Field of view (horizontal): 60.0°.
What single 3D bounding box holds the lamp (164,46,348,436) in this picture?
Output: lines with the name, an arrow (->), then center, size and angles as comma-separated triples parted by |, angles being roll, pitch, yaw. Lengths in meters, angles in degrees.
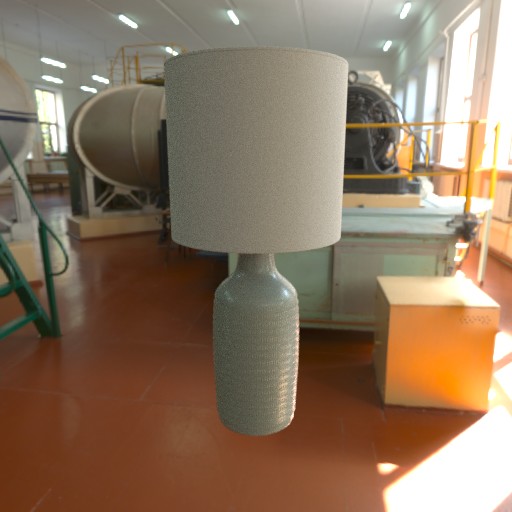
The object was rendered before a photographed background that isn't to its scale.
lamp -> 0.000, 0.000, 0.596 | 0.220, 0.475, 0.220 | 12, 18, 42
